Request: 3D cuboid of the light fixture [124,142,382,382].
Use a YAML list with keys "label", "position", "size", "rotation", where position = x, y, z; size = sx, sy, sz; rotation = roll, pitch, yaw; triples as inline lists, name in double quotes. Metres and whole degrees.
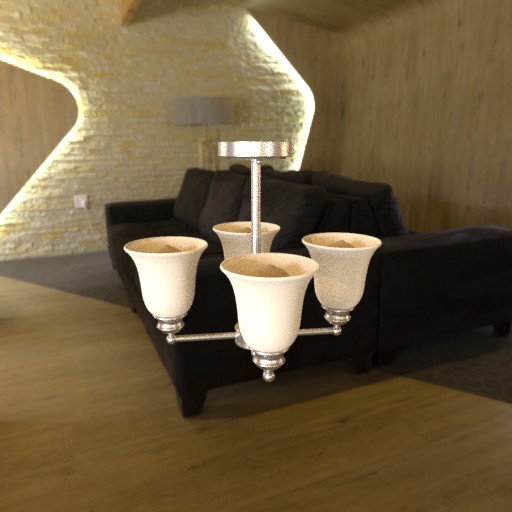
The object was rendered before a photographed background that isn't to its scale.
- label: "light fixture"
  position: [0.000, 0.000, 0.745]
  size: [0.427, 0.370, 0.427]
  rotation: [-2, 14, -7]
